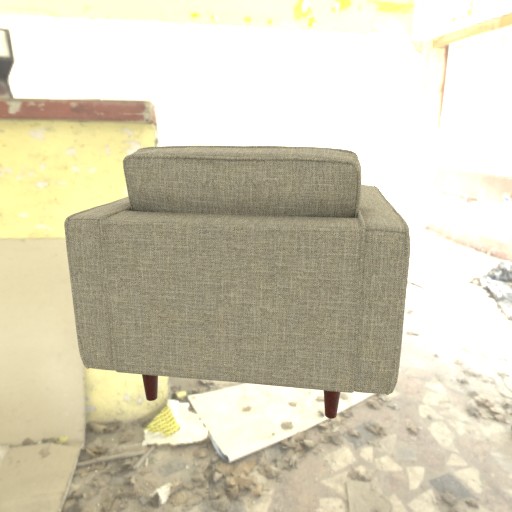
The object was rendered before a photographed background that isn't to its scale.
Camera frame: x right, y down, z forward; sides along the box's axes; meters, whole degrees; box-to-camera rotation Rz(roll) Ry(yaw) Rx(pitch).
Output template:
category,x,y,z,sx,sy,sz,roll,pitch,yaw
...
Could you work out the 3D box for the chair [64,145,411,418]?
category,x,y,z,sx,sy,sz,roll,pitch,yaw
chair,0.000,0.000,1.548,0.889,0.765,0.914,3,16,9
